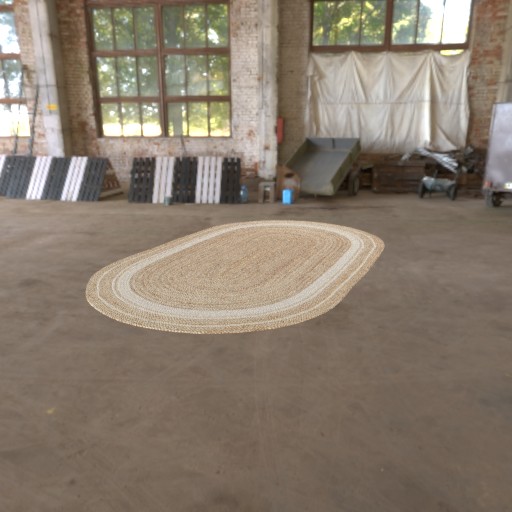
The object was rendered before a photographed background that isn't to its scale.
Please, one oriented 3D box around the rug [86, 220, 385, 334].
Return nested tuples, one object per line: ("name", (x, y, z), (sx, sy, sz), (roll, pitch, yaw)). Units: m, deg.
("rug", (0.000, 0.000, 3.029), (1.520, 0.006, 2.432), (8, 18, 26))
